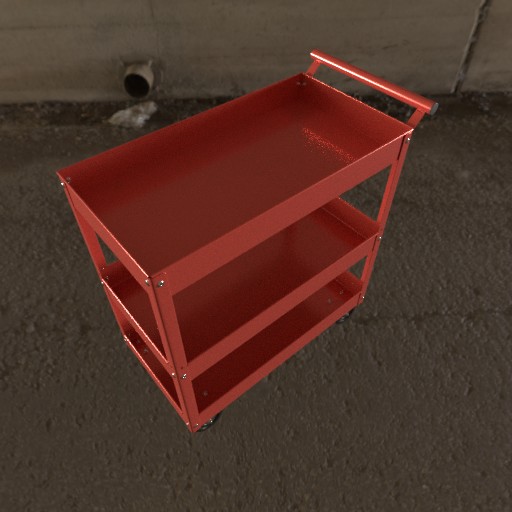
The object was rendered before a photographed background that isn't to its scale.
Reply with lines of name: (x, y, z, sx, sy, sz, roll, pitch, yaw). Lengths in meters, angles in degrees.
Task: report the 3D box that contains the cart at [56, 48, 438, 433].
cart: (0.000, 0.000, 1.173, 0.719, 0.780, 0.366, -32, 55, -26)
